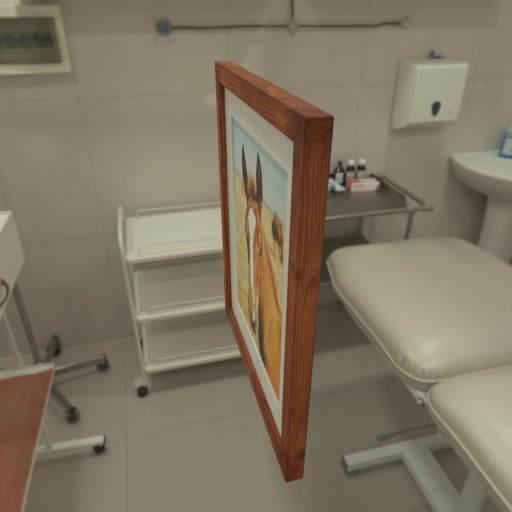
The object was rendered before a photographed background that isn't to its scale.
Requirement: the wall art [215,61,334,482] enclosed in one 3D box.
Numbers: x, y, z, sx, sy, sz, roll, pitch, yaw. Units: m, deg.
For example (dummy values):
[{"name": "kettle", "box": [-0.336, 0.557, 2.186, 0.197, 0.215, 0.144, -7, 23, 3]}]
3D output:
[{"name": "wall art", "box": [0.000, 0.000, 0.749, 0.030, 0.558, 0.462, -8, 31, -13]}]
